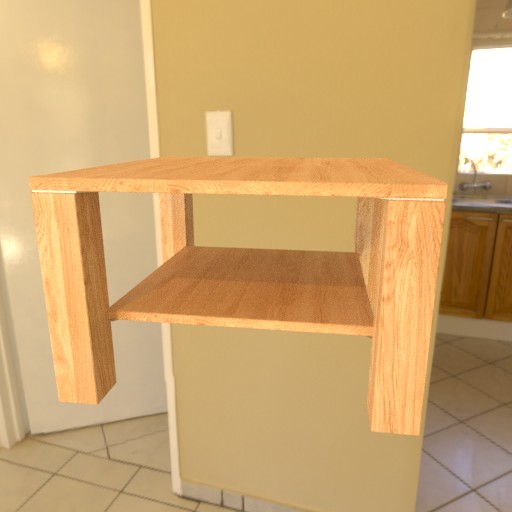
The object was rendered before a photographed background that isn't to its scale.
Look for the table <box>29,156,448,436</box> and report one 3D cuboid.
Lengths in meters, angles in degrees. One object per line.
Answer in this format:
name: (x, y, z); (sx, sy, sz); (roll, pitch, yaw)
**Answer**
table: (0.000, 0.000, 1.117); (0.700, 0.450, 0.700); (2, 16, 8)
